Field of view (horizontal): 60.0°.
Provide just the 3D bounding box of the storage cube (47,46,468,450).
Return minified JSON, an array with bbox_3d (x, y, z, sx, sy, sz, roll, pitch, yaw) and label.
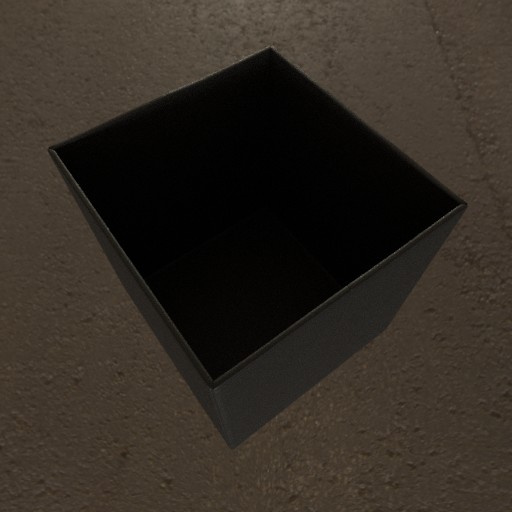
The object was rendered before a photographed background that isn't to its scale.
[{"bbox_3d":[0.000,0.000,0.497,0.270,0.280,0.270,-32,64,-18],"label":"storage cube"}]
